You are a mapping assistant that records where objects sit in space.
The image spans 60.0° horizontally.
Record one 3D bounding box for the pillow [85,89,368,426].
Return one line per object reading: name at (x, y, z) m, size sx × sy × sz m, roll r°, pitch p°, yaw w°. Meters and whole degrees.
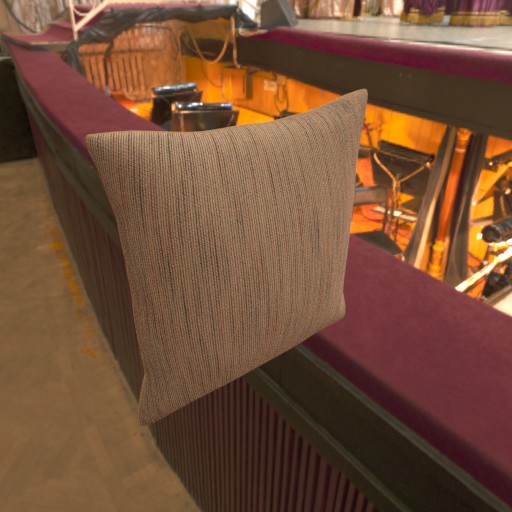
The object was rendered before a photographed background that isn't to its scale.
pillow at (0.000, 0.000, 0.779) m, size 0.512 × 0.506 × 0.178 m, roll -21°, pitch 37°, yaw -32°
